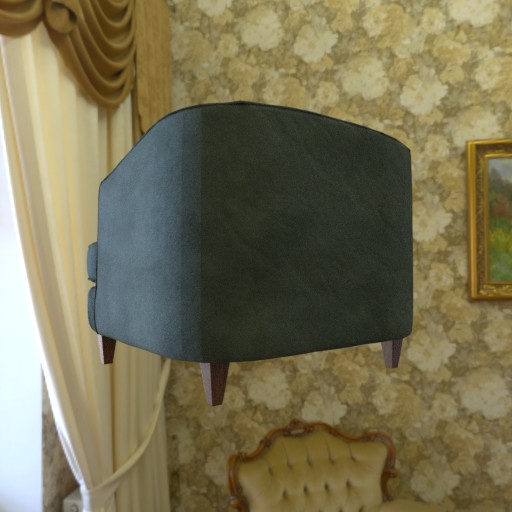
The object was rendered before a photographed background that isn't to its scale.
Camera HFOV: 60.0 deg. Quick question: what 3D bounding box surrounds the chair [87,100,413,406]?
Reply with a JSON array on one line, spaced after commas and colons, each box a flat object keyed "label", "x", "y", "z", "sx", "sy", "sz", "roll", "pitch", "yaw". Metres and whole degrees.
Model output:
[{"label": "chair", "x": 0.000, "y": 0.000, "z": 1.764, "sx": 1.104, "sy": 0.852, "sz": 0.941, "roll": 1, "pitch": -2, "yaw": -36}]
